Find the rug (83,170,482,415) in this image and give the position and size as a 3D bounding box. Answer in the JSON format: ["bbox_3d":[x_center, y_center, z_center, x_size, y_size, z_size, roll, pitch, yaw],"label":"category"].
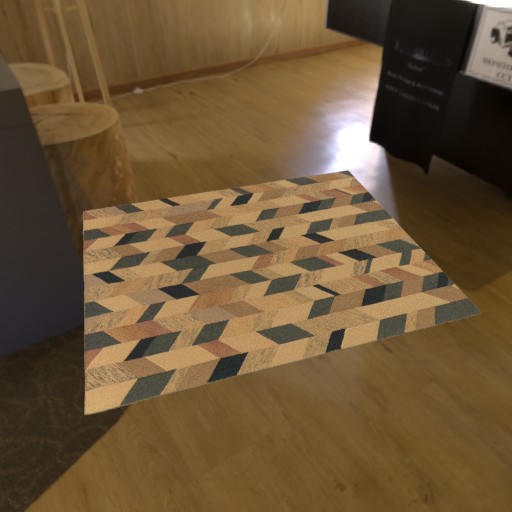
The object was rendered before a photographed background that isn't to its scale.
[{"bbox_3d":[0.000,0.000,4.119,3.072,0.011,2.451,-11,41,-13],"label":"rug"}]
